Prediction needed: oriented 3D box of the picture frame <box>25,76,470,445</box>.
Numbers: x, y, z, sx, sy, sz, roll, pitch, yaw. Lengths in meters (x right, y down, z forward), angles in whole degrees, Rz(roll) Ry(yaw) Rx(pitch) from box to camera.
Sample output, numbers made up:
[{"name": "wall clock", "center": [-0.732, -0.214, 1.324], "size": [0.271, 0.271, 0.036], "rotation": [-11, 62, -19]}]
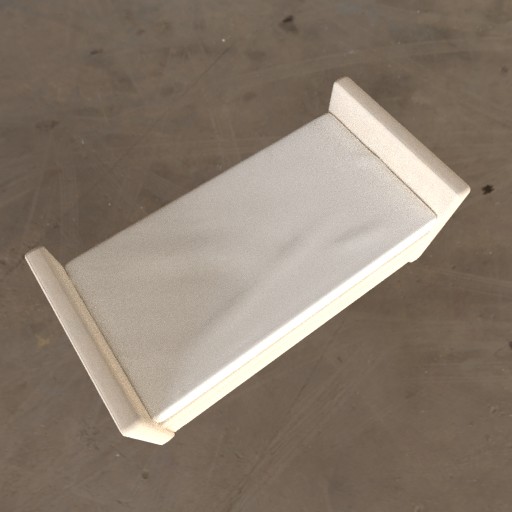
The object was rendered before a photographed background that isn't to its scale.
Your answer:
[{"name": "picture frame", "center": [0.000, 0.000, 2.733], "size": [2.161, 0.891, 1.069], "rotation": [-33, 69, -15]}]
